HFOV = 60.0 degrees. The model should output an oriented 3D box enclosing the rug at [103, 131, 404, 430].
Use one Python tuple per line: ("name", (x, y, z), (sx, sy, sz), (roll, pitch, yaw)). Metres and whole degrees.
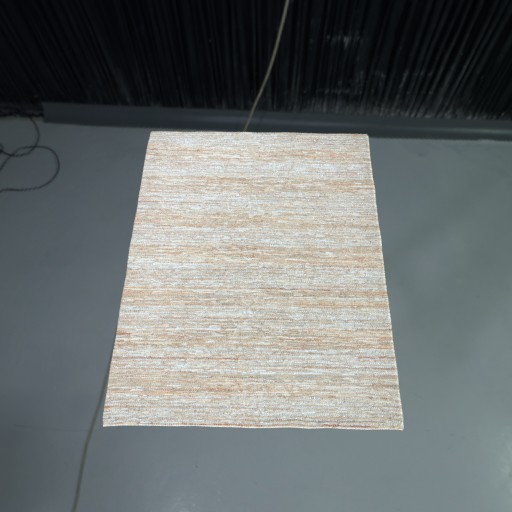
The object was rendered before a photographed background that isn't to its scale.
("rug", (0.000, 0.000, 4.015), (2.313, 0.009, 2.939), (1, 63, 0))
